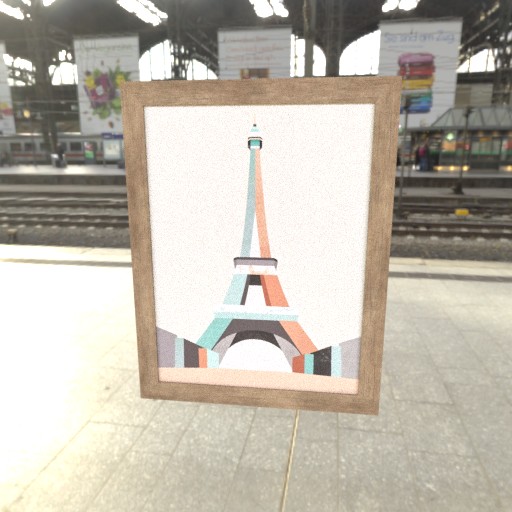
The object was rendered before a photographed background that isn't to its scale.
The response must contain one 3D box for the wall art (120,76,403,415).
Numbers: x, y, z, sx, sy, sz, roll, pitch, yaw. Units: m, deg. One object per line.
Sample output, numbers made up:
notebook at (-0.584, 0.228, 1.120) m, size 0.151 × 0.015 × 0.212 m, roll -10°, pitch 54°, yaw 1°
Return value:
wall art at (0.000, 0.000, 0.917) m, size 0.534 × 0.686 × 0.018 m, roll 2°, pitch 13°, yaw 7°
